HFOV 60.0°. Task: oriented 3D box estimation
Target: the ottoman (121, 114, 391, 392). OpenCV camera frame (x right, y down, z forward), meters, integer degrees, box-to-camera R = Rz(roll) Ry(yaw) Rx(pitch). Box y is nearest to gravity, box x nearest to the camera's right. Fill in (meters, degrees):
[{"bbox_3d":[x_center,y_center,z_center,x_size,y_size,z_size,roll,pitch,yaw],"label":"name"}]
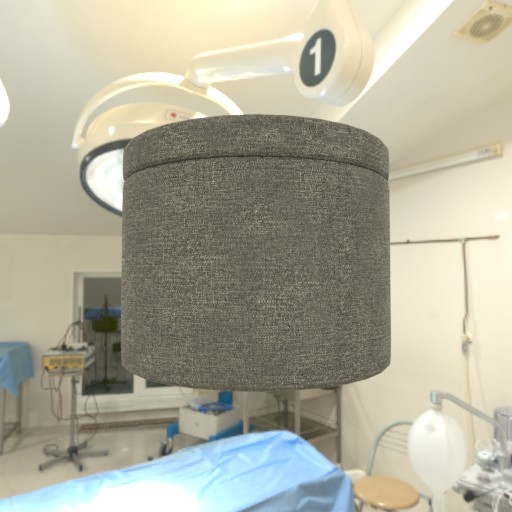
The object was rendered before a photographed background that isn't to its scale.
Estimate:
[{"bbox_3d":[0.000,0.000,0.860,0.500,0.419,0.500,0,-2,0],"label":"ottoman"}]
